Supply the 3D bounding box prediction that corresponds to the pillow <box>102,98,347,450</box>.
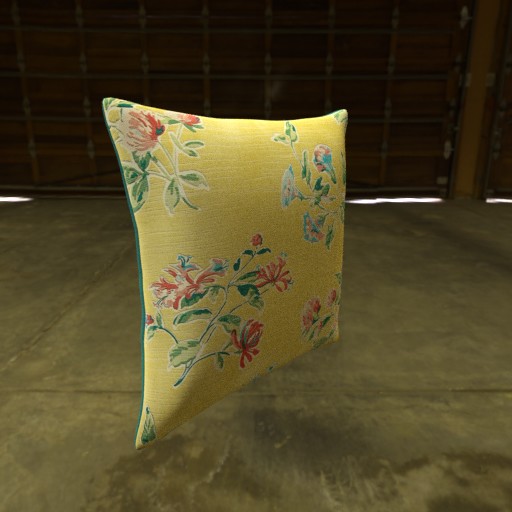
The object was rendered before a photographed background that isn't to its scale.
[{"bbox_3d":[0.000,0.000,0.785,0.525,0.508,0.166,-15,22,-43],"label":"pillow"}]
